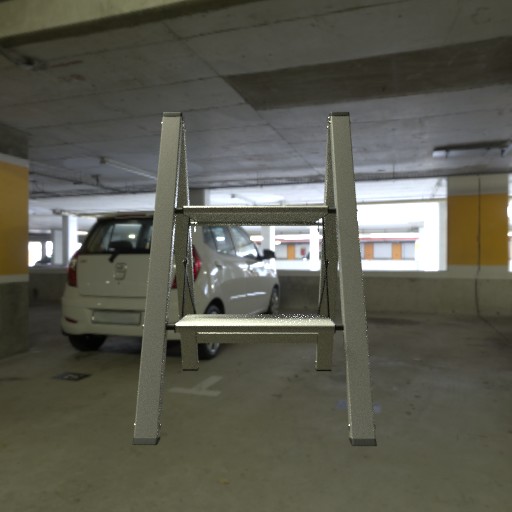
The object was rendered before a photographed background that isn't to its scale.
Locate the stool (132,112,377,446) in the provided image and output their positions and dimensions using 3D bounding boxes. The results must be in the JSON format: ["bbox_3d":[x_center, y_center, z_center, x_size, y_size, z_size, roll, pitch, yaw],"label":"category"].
[{"bbox_3d":[0.000,0.000,1.050,0.440,0.670,0.535,0,0,1],"label":"stool"}]
